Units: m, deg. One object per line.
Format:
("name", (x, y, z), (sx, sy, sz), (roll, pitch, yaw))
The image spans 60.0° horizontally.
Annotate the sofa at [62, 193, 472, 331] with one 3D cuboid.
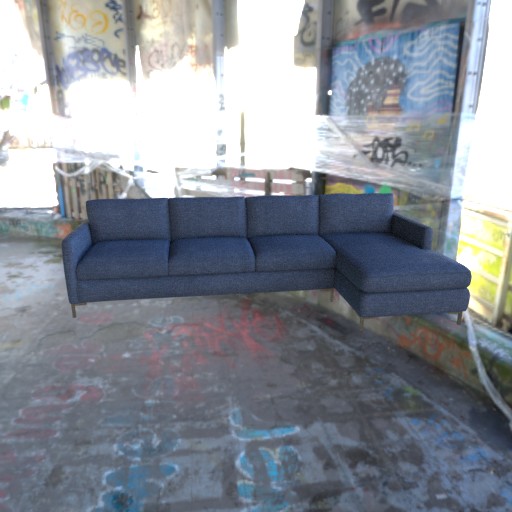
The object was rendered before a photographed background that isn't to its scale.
("sofa", (0.000, 0.000, 3.545), (2.932, 0.810, 1.350), (-2, 17, -8))
